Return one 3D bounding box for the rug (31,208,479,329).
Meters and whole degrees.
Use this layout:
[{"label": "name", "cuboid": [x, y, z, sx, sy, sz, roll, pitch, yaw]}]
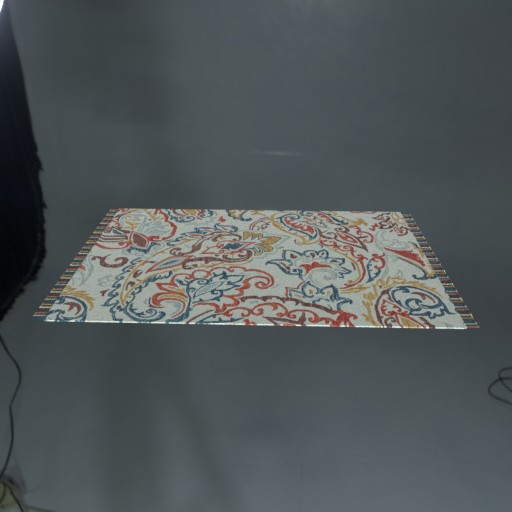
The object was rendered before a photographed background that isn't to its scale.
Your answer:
[{"label": "rug", "cuboid": [0.000, 0.000, 3.195, 2.584, 0.010, 1.523, 1, 31, 1]}]
